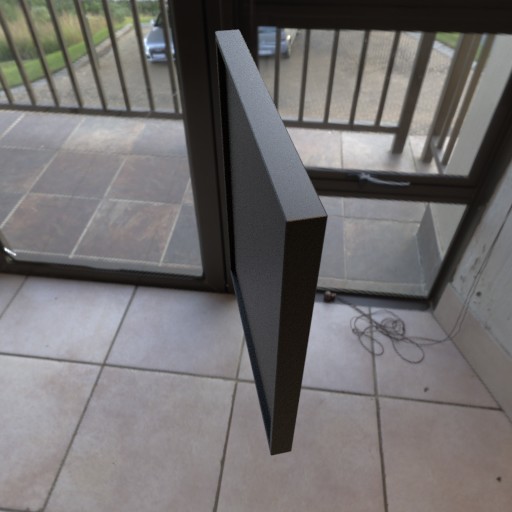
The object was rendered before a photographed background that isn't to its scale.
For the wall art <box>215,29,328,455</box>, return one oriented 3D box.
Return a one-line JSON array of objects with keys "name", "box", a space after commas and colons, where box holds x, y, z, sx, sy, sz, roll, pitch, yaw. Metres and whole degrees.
[{"name": "wall art", "box": [0.000, 0.000, 0.738, 0.039, 0.555, 0.449, -8, 47, -8]}]
